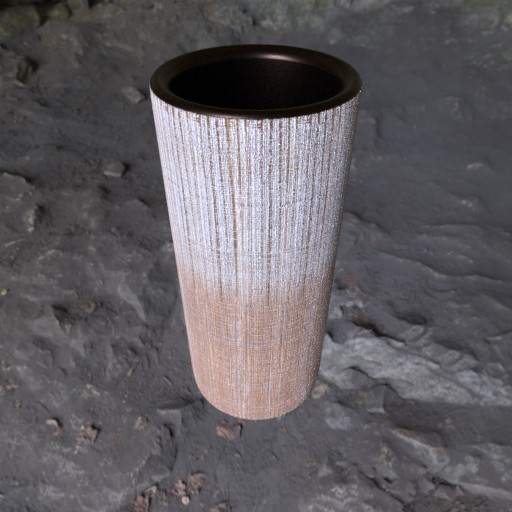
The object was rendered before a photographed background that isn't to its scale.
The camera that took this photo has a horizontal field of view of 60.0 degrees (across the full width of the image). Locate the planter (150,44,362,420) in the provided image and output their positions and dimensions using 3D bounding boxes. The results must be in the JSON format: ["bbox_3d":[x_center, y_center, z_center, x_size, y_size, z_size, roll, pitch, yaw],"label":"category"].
[{"bbox_3d":[0.000,0.000,0.282,0.100,0.227,0.100,0,40,-1],"label":"planter"}]
